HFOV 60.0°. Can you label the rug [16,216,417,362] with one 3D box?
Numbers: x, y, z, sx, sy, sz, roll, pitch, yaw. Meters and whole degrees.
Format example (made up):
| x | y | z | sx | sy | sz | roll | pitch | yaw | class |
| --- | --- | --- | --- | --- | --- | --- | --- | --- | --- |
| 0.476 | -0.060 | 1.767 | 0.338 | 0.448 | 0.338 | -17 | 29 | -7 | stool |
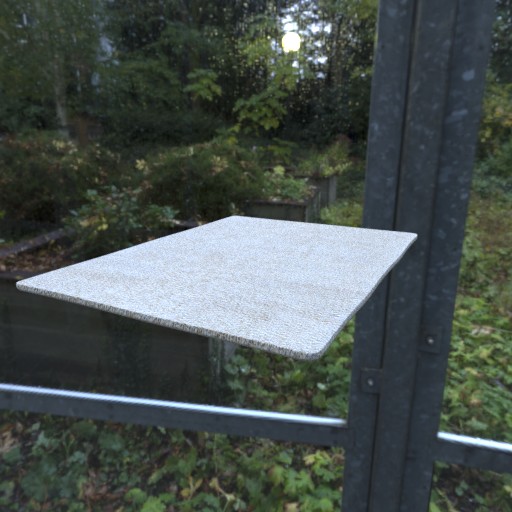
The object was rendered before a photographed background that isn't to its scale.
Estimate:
| x | y | z | sx | sy | sz | roll | pitch | yaw | class |
| --- | --- | --- | --- | --- | --- | --- | --- | --- | --- |
| 0.000 | 0.000 | 2.065 | 1.200 | 0.027 | 1.600 | 8 | 17 | 27 | rug |
